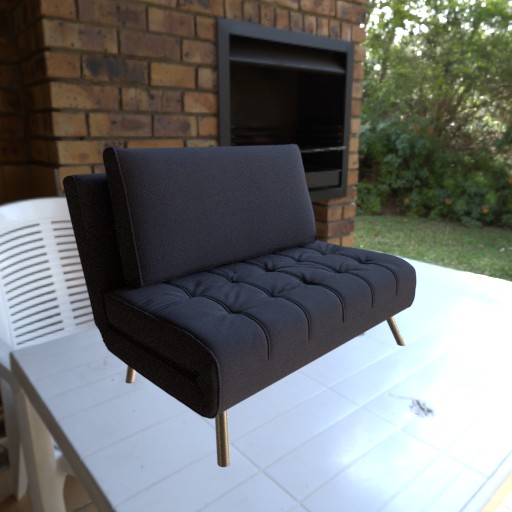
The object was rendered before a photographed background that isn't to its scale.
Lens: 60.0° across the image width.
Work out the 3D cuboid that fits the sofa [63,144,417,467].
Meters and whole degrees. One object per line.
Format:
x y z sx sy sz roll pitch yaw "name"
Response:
0.000 0.000 1.884 0.910 0.910 1.220 15 21 43 "sofa"
